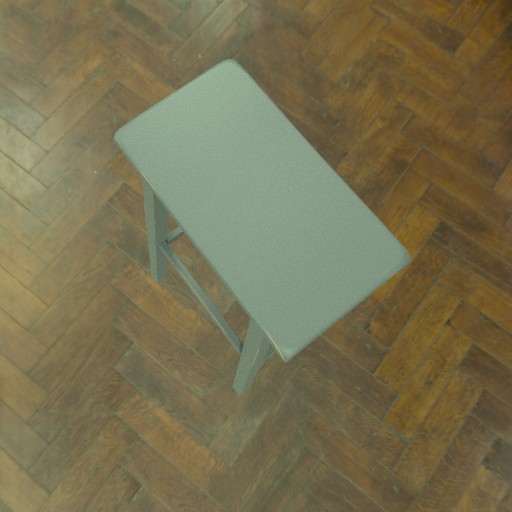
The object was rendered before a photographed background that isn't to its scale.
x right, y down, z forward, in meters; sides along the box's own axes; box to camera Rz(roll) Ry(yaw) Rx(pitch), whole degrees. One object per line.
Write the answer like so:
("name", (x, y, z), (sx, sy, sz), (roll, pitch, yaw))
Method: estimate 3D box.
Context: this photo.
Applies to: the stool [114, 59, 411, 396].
("stool", (0.000, 0.000, 1.027), (0.476, 0.737, 0.457), (-37, 78, -9))
